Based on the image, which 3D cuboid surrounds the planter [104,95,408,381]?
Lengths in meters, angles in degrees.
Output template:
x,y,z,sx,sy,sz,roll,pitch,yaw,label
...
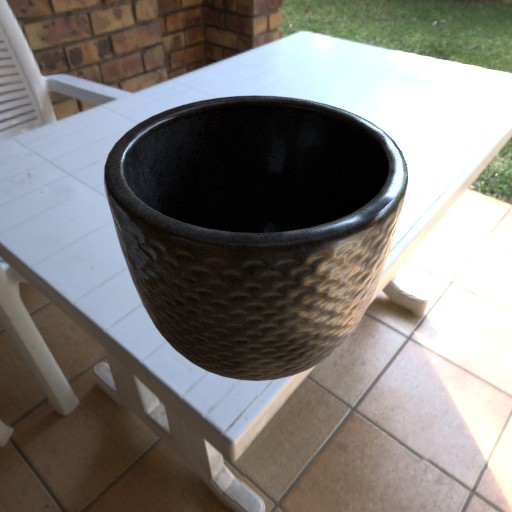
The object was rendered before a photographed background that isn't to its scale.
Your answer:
x,y,z,sx,sy,sz,roll,pitch,yaw,label
0.000,0.000,0.307,0.172,0.160,0.172,0,41,0,planter
